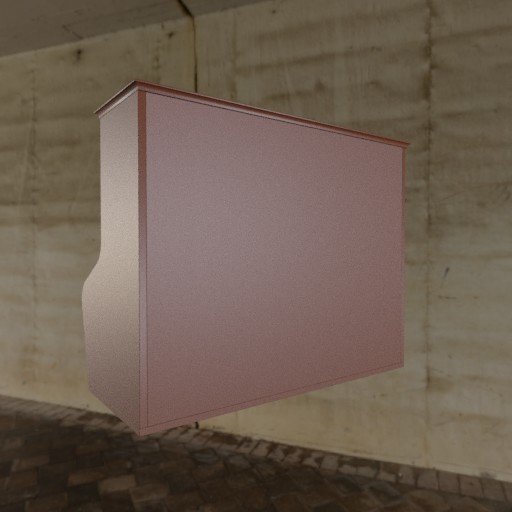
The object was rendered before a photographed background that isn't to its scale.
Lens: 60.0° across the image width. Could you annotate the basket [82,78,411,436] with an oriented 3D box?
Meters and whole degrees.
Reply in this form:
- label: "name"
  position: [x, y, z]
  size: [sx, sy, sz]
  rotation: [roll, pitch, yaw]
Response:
- label: "basket"
  position: [0.000, 0.000, 1.151]
  size: [0.792, 0.625, 0.376]
  rotation: [-1, 2, -36]
